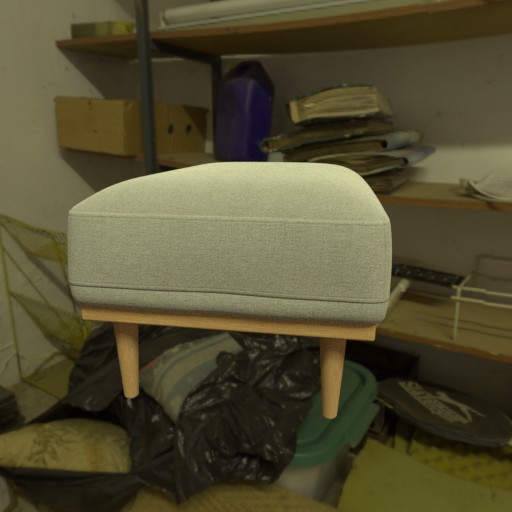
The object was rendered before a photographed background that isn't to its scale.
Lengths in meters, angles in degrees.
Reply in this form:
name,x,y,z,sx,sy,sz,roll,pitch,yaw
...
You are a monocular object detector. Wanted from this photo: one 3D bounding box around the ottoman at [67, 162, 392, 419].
name,x,y,z,sx,sy,sz,roll,pitch,yaw
ottoman,0.000,0.000,1.074,0.549,0.428,0.749,3,15,10
